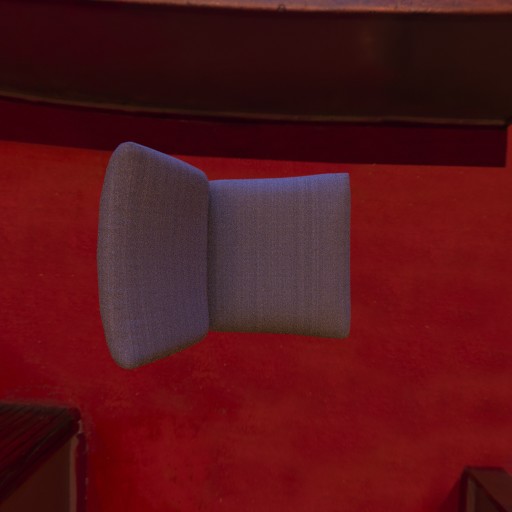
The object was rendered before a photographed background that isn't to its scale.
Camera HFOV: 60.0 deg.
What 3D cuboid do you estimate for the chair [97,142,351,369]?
[{"bbox_3d":[0.000,0.000,1.287,0.585,0.940,0.496,0,90,1],"label":"chair"}]
